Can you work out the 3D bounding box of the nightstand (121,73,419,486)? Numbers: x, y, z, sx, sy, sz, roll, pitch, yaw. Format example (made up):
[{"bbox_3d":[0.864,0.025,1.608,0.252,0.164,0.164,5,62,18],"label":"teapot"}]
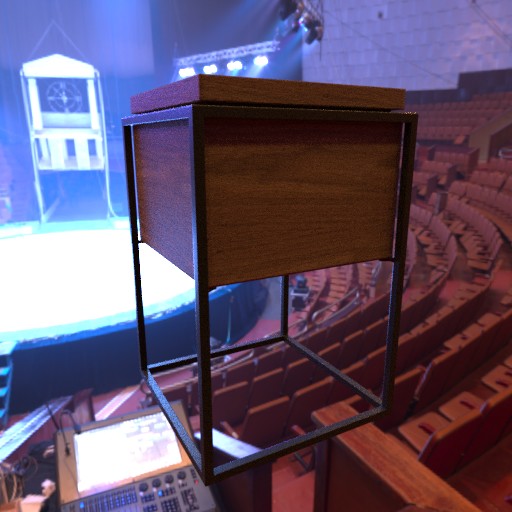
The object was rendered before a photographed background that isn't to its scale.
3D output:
[{"bbox_3d":[0.000,0.000,0.876,0.397,0.607,0.397,-8,17,-28],"label":"nightstand"}]
